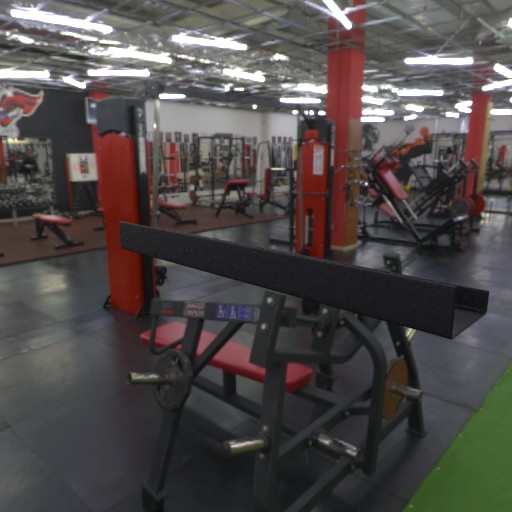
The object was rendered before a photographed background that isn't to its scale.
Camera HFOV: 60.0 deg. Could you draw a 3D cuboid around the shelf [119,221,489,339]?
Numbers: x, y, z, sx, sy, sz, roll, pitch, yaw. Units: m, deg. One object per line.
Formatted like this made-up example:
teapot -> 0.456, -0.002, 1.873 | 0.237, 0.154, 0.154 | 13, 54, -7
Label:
shelf -> 0.000, 0.000, 0.649 | 0.605, 0.053, 0.102 | 12, 17, 43
